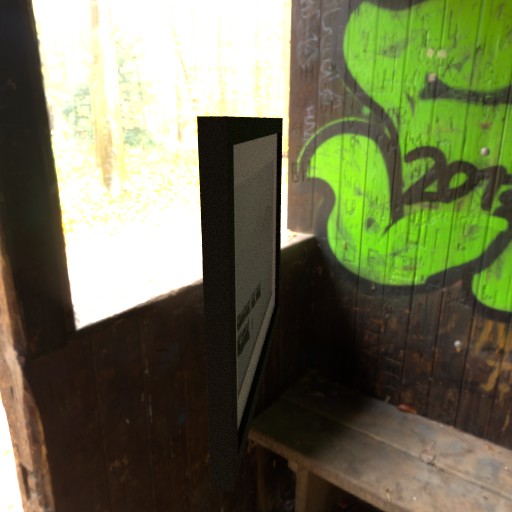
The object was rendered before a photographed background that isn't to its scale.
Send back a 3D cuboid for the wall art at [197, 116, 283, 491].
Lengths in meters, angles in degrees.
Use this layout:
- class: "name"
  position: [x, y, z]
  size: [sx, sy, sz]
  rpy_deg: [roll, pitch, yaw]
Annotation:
- class: "wall art"
  position: [0.000, 0.000, 0.759]
  size: [0.030, 0.454, 0.554]
  rpy_deg: [3, 17, 9]
